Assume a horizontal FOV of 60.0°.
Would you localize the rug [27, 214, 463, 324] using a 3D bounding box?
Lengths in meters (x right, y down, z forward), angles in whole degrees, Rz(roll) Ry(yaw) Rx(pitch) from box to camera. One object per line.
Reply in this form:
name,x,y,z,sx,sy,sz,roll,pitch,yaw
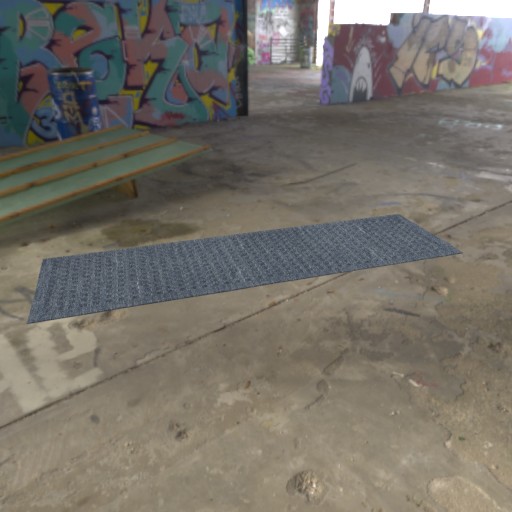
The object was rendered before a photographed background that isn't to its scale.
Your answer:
rug,0.000,0.000,2.670,2.443,0.008,0.688,-8,28,-16
